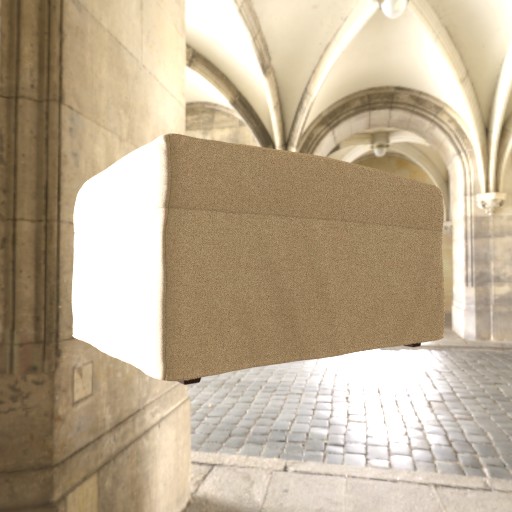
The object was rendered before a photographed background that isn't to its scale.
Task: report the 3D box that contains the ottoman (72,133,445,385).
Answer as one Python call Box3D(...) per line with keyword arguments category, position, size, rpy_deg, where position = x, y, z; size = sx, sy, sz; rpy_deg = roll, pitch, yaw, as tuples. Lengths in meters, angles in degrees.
Box3D(category="ottoman", position=(0.000, 0.000, 1.231), size=(0.833, 0.485, 0.650), rpy_deg=(1, -2, -35))
